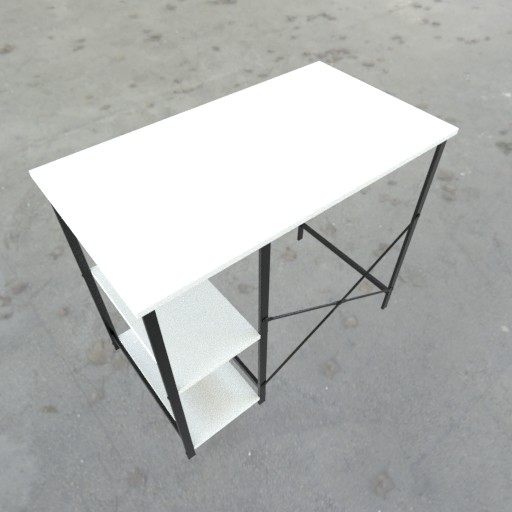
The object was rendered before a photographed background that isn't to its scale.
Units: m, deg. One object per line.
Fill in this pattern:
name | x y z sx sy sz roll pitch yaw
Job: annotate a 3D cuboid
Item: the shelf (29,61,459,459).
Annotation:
shelf | 0.000 0.000 1.323 0.902 0.750 0.498 -30 54 -25
